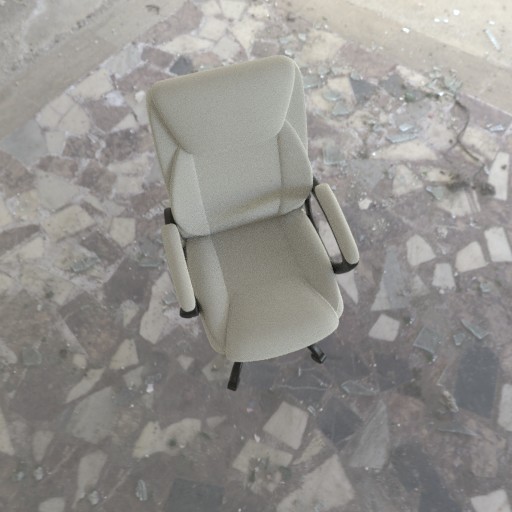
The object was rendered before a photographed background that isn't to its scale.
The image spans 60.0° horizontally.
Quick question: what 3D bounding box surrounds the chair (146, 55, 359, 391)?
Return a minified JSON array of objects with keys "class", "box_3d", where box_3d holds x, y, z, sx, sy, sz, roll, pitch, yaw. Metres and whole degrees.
[{"class":"chair","box_3d":[0.000,0.000,1.495,0.663,1.065,0.669,-16,65,-7]}]
